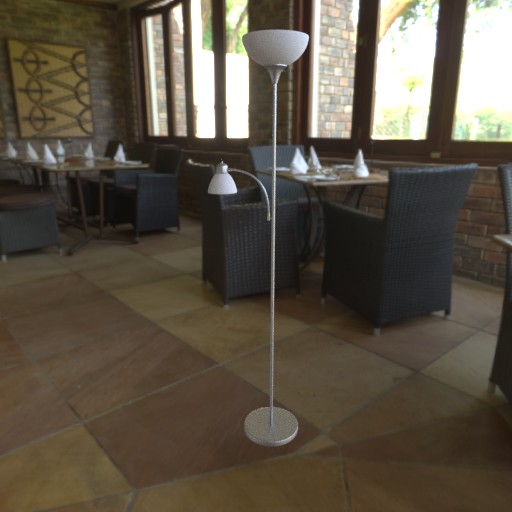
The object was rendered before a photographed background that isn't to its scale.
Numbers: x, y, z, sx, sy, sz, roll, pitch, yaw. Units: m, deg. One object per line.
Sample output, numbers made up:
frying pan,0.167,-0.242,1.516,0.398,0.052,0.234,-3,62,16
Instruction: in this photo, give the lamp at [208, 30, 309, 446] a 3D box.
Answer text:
lamp,0.000,0.000,2.009,0.425,1.804,0.279,2,16,8
